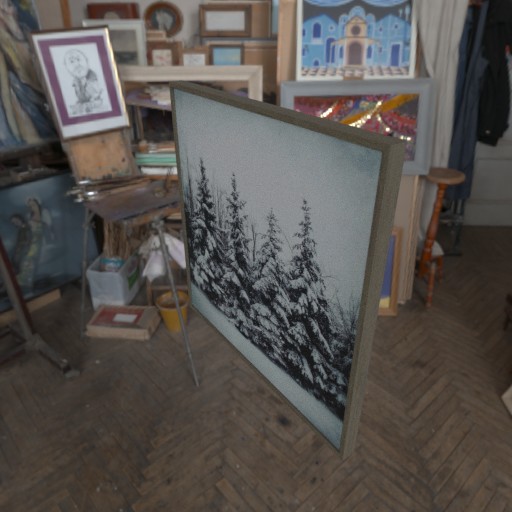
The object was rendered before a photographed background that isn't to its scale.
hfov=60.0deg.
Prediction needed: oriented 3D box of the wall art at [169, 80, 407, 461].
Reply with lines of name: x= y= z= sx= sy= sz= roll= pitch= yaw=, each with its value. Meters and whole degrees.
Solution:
wall art: x=0.000 y=0.000 z=1.141 sx=0.039 sy=0.758 sz=0.758 roll=-20 pitch=35 yaw=-30
